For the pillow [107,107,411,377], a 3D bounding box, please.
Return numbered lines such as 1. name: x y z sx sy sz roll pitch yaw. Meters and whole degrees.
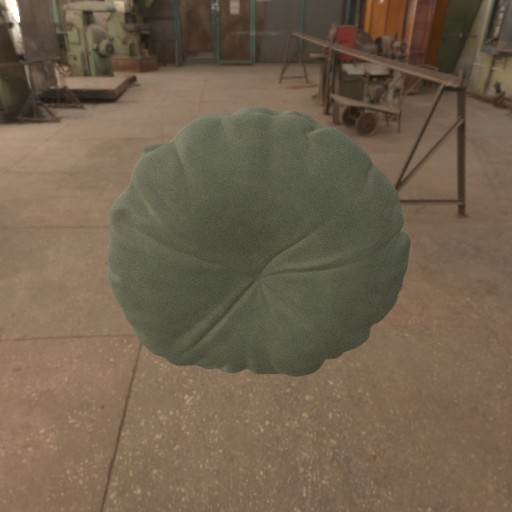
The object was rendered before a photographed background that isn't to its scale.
1. pillow: 0.000 0.000 0.634 0.428 0.407 0.148 0 29 -1
